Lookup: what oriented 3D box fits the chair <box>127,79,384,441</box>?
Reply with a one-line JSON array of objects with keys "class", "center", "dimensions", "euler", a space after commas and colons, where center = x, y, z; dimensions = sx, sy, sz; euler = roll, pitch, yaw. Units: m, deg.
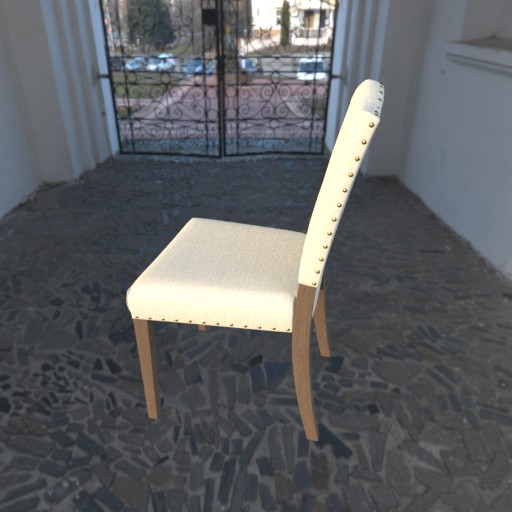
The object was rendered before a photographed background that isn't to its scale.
[{"class": "chair", "center": [0.000, 0.000, 1.344], "dimensions": [0.619, 1.015, 0.508], "euler": [7, 30, 12]}]
